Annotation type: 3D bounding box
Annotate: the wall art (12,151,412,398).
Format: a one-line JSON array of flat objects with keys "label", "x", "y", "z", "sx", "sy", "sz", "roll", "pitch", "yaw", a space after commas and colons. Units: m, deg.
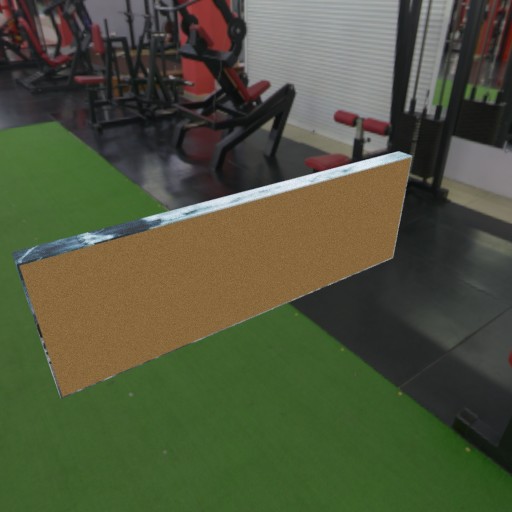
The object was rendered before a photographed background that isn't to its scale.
[{"label": "wall art", "x": 0.000, "y": 0.000, "z": 0.823, "sx": 0.759, "sy": 0.251, "sz": 0.037, "roll": -19, "pitch": 36, "yaw": -28}]
